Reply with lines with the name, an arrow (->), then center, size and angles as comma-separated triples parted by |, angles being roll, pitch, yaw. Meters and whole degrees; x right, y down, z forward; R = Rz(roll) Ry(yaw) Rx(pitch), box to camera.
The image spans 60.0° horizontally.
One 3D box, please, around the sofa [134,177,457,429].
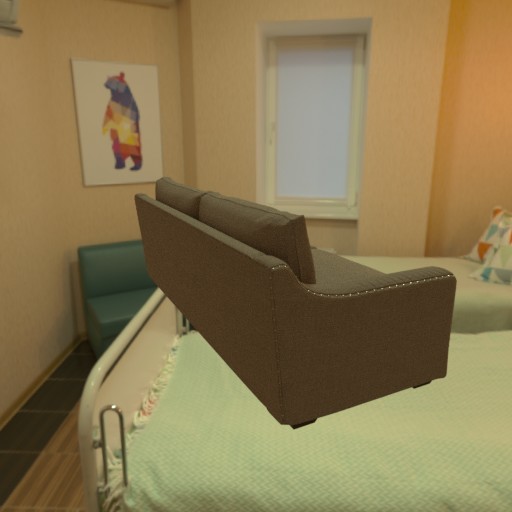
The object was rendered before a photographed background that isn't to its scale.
sofa -> 0.000, 0.000, 2.755 | 1.000, 0.857, 2.208 | -8, 17, -26
